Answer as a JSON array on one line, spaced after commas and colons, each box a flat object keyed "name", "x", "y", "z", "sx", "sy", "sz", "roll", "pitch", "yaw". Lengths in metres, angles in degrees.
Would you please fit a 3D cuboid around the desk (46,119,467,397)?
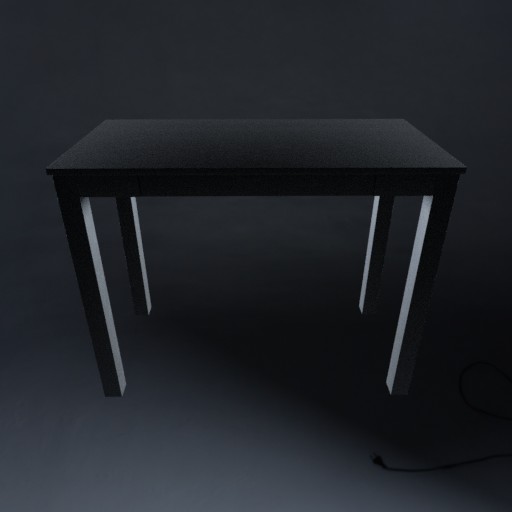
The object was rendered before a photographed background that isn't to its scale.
[{"name": "desk", "x": 0.000, "y": 0.000, "z": 1.447, "sx": 0.991, "sy": 0.762, "sz": 0.499, "roll": 0, "pitch": 30, "yaw": -1}]
